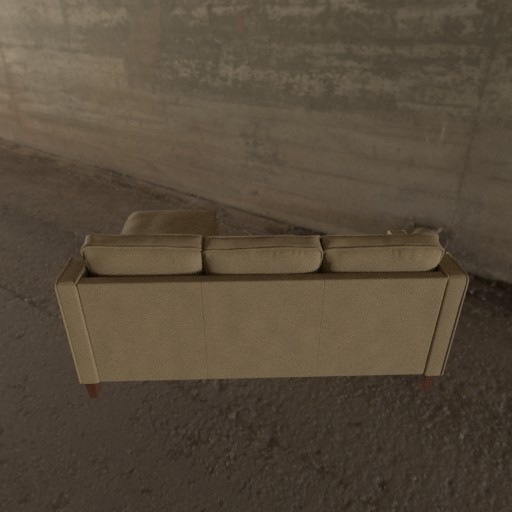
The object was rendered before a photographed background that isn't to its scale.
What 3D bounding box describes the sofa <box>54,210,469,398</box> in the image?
[{"bbox_3d":[0.000,0.000,3.398,2.317,1.066,1.858,-1,29,-2],"label":"sofa"}]
